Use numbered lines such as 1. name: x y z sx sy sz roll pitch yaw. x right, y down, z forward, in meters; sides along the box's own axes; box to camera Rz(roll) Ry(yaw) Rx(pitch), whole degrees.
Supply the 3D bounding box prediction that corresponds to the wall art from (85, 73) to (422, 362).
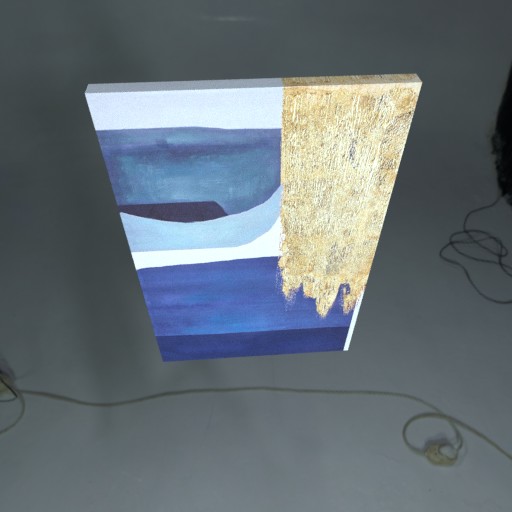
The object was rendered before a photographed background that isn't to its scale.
1. wall art: 0.000 0.000 1.137 0.607 0.911 0.039 -3 46 -3
